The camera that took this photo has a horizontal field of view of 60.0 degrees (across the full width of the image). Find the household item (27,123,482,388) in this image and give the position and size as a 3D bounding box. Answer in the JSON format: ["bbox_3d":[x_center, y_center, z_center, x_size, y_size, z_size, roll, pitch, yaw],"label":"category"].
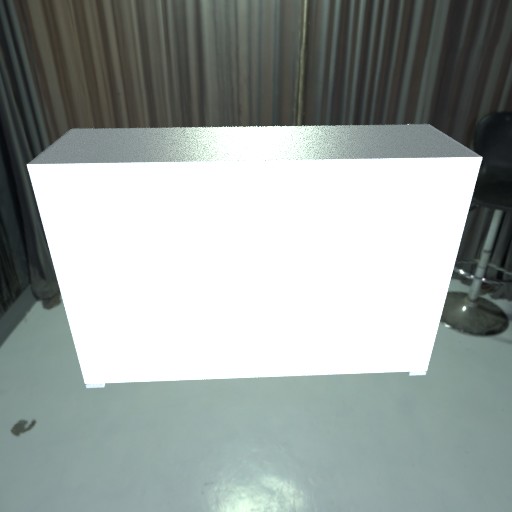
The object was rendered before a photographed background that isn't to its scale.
[{"bbox_3d":[0.000,0.000,1.661,1.300,0.867,0.420,-1,30,-3],"label":"household item"}]
